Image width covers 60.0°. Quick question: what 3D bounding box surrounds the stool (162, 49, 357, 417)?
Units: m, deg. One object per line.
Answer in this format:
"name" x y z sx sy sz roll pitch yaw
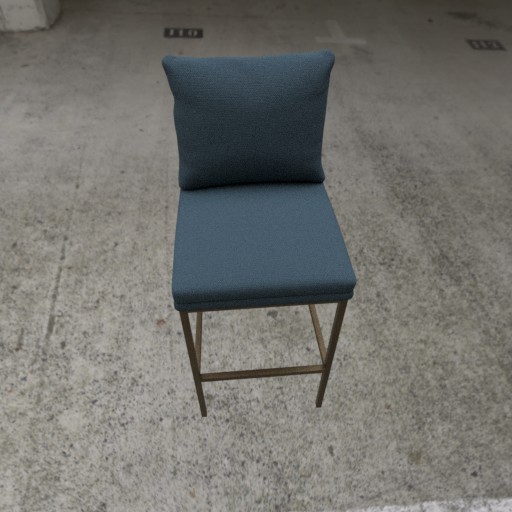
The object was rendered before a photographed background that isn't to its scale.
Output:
"stool" 0.000 0.000 1.410 0.463 1.124 0.568 -4 47 -3
